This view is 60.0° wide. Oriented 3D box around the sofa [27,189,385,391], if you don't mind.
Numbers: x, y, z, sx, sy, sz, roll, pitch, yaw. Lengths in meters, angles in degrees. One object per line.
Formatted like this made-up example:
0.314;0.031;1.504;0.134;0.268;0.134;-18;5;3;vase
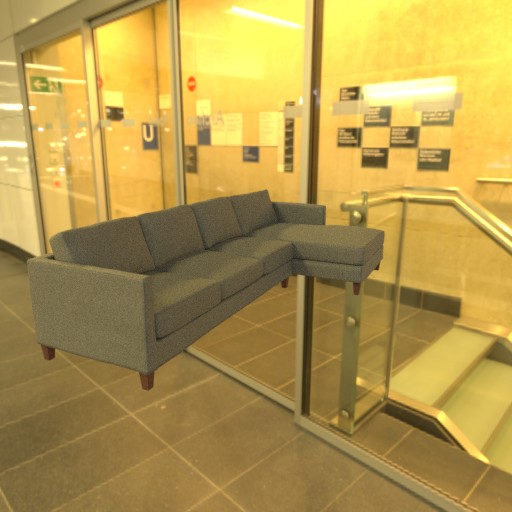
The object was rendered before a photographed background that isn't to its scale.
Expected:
0.000;0.000;3.829;1.625;0.861;3.186;7;16;25;sofa
